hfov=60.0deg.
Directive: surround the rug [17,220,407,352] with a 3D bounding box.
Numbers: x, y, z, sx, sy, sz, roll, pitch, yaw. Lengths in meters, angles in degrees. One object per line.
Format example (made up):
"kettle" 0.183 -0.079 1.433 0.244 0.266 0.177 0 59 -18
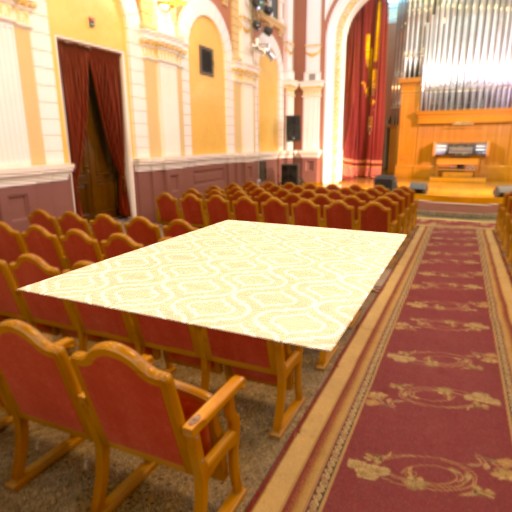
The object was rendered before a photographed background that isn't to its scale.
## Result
"rug" 0.000 0.000 4.322 2.438 0.010 3.353 7 16 24
